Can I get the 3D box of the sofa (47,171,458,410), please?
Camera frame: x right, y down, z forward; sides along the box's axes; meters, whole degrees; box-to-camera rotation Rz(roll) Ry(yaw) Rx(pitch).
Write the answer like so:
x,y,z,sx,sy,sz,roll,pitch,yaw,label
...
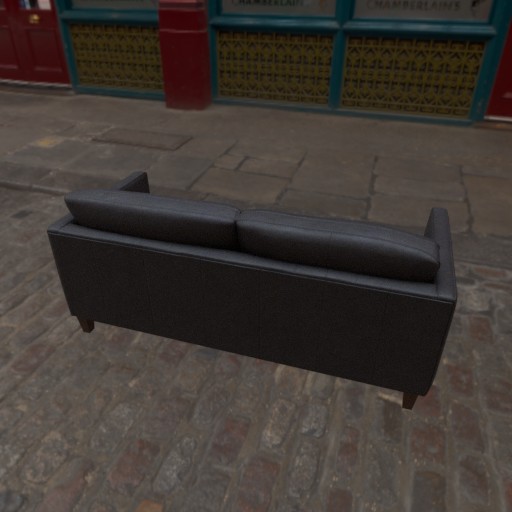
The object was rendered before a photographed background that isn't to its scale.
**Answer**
x,y,z,sx,sy,sz,roll,pitch,yaw,label
0.000,0.000,2.484,1.971,0.863,0.933,9,32,15,sofa
